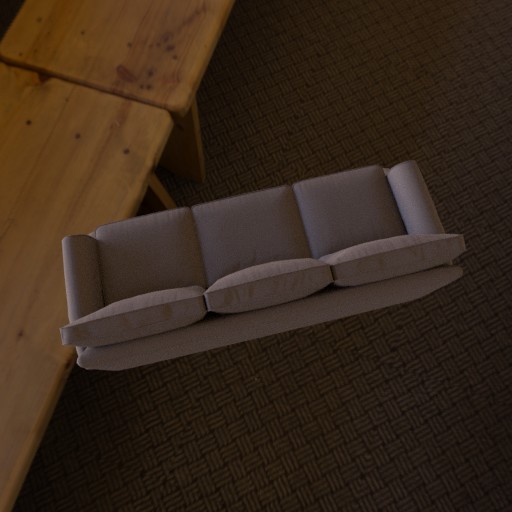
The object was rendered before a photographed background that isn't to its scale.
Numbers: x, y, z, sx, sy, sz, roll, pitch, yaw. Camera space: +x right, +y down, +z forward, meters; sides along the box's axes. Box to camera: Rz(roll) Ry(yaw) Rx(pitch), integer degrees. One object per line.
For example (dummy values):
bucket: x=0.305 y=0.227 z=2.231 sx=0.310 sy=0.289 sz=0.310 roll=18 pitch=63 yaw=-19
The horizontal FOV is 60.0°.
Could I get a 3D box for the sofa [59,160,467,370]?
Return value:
sofa: x=0.000 y=0.000 z=2.851 sx=2.353 sy=0.948 sz=0.966 roll=-13 pitch=75 yaw=-4
